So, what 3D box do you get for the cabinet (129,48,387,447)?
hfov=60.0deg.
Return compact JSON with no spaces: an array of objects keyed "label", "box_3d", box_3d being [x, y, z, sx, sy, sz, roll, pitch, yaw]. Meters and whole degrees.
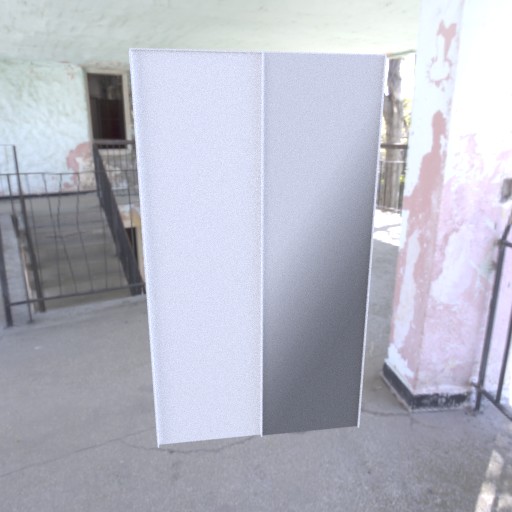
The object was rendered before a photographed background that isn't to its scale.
[{"label":"cabinet","box_3d":[0.000,0.000,2.627,1.250,2.160,0.480,-2,16,-8]}]
